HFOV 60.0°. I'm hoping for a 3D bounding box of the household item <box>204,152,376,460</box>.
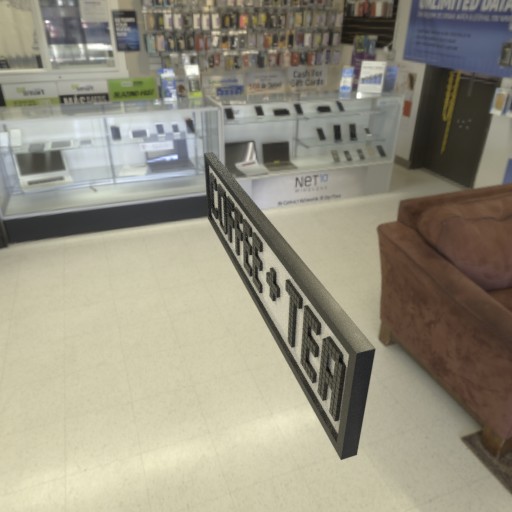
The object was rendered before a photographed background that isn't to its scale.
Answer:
[{"bbox_3d":[0.000,0.000,1.098,0.030,0.236,1.001,-9,31,-16],"label":"household item"}]
